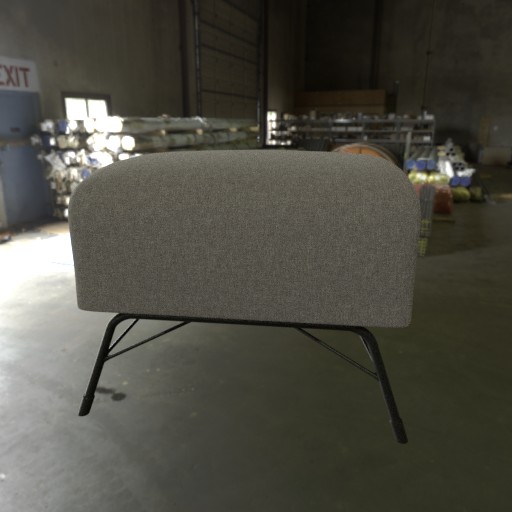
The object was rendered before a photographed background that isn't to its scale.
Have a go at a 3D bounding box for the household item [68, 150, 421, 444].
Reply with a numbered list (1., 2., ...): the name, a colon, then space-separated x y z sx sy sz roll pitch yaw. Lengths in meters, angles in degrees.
1. household item: 0.000 0.000 0.888 0.530 0.410 0.530 2 17 7
